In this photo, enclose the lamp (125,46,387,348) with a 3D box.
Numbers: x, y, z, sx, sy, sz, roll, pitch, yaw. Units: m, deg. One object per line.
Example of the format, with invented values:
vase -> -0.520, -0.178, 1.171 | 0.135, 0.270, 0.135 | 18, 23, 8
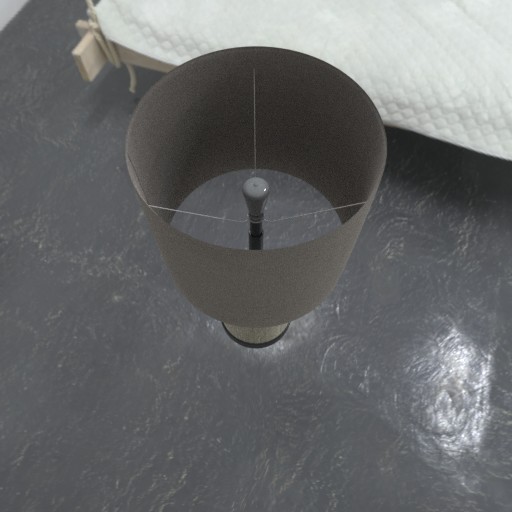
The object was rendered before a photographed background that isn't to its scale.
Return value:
lamp -> 0.000, 0.000, 0.596 | 0.229, 0.470, 0.229 | -1, 63, 0
